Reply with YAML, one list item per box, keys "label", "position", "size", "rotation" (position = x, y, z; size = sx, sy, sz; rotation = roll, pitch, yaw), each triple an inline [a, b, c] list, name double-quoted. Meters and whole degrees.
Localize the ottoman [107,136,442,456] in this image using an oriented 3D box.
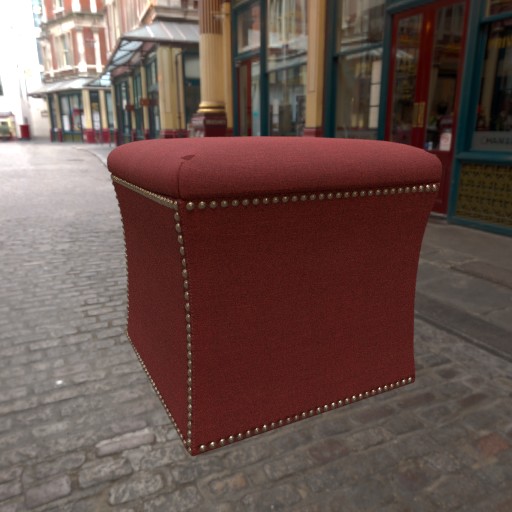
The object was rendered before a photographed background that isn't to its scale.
- label: "ottoman"
  position: [0.000, 0.000, 0.912]
  size: [0.497, 0.475, 0.507]
  rotation: [-8, 17, -26]
